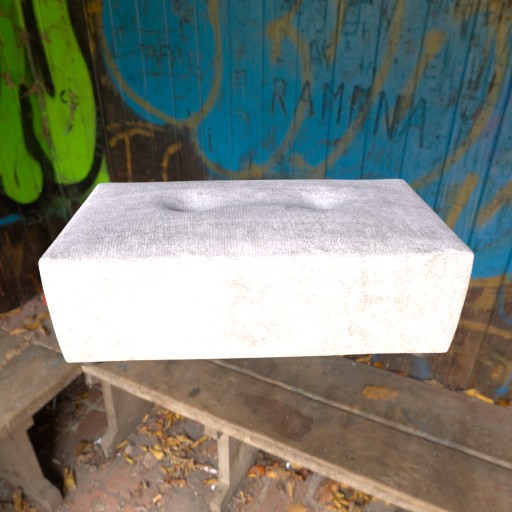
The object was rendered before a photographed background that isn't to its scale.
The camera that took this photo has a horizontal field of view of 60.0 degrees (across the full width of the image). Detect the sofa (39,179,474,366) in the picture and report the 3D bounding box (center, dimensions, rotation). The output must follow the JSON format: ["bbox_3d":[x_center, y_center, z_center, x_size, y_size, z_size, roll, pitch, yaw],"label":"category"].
[{"bbox_3d":[0.000,0.000,1.177,0.930,0.330,0.480,-1,29,-2],"label":"sofa"}]
